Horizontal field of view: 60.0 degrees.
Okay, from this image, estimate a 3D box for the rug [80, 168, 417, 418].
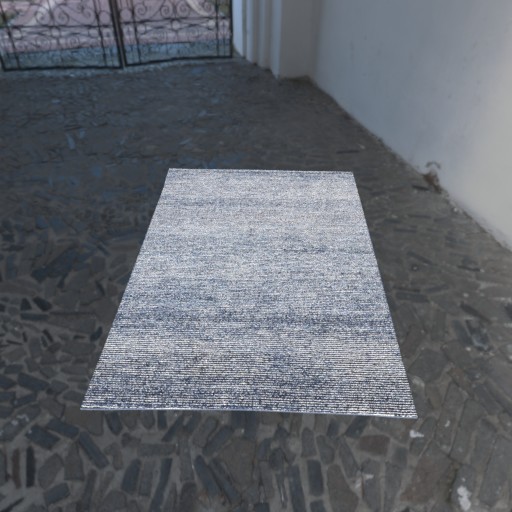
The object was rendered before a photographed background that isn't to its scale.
[{"bbox_3d":[0.000,0.000,3.015,1.624,0.030,2.349,1,40,2],"label":"rug"}]
